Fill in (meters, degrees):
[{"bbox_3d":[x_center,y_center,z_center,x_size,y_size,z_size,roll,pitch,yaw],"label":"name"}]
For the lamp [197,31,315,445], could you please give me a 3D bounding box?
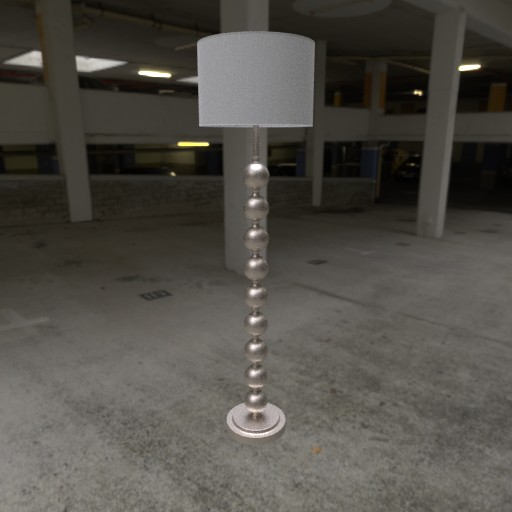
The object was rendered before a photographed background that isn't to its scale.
[{"bbox_3d":[0.000,0.000,1.672,0.394,1.474,0.394,-15,21,-43],"label":"lamp"}]
